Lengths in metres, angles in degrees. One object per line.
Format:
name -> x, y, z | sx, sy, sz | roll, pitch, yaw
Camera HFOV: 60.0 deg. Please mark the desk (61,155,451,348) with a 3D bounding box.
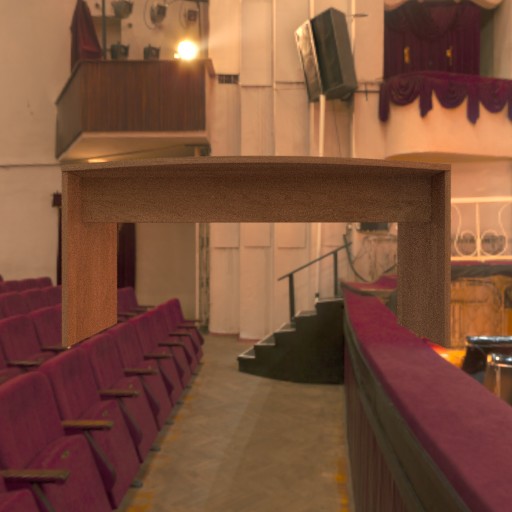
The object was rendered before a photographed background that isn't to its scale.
desk -> 0.000, 0.000, 2.054 | 1.600, 0.752, 0.802 | 0, 0, 1
